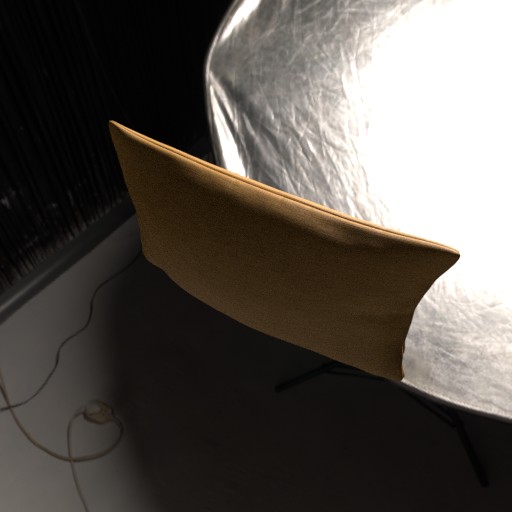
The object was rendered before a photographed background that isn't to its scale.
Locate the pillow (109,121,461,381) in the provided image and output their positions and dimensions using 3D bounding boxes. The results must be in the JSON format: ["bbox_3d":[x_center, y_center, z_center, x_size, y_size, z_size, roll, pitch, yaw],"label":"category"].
[{"bbox_3d":[0.000,0.000,0.812,0.634,0.354,0.210,24,51,21],"label":"pillow"}]
